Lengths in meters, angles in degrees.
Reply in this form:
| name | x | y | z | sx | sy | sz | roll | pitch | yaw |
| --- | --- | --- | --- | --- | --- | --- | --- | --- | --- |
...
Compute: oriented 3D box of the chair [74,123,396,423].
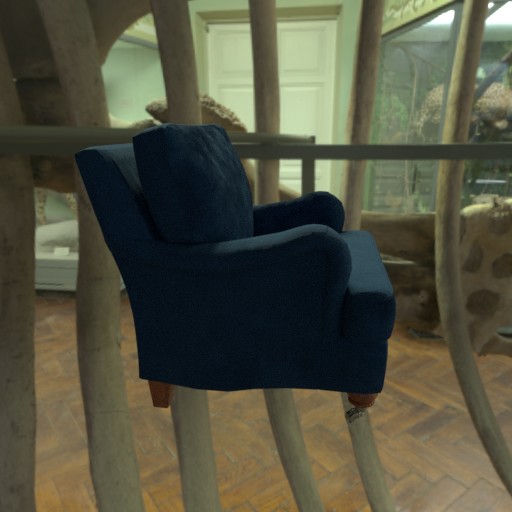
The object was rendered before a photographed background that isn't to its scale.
| name | x | y | z | sx | sy | sz | roll | pitch | yaw |
| --- | --- | --- | --- | --- | --- | --- | --- | --- | --- |
| chair | 0.000 | 0.000 | 1.877 | 1.078 | 1.076 | 0.895 | 3 | 17 | 9 |
